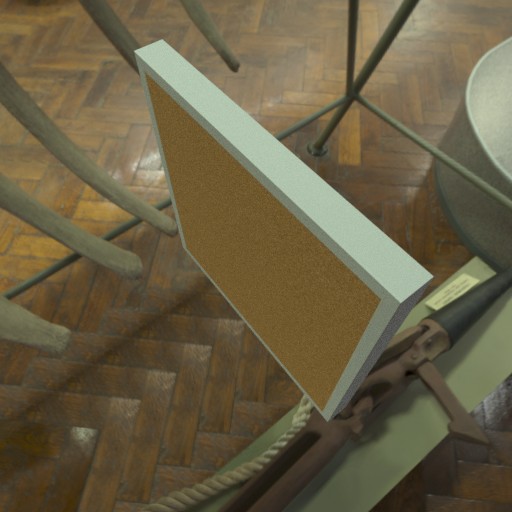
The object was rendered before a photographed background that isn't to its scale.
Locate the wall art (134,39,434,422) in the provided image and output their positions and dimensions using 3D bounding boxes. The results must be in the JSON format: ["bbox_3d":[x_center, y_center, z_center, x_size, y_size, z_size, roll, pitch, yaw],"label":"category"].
[{"bbox_3d":[0.000,0.000,0.598,0.038,0.406,0.406,-33,63,-19],"label":"wall art"}]
